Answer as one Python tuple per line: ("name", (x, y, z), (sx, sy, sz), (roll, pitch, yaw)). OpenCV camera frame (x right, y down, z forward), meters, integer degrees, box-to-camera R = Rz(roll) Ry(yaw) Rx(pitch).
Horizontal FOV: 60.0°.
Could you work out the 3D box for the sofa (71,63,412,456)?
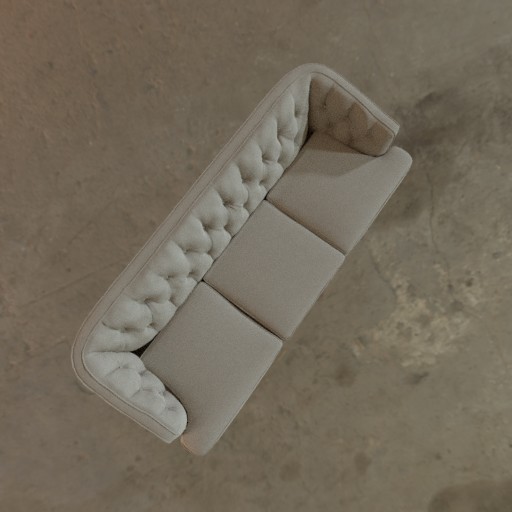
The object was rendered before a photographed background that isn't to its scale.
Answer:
("sofa", (0.000, 0.000, 2.775), (0.941, 0.855, 2.278), (36, 80, 7))
